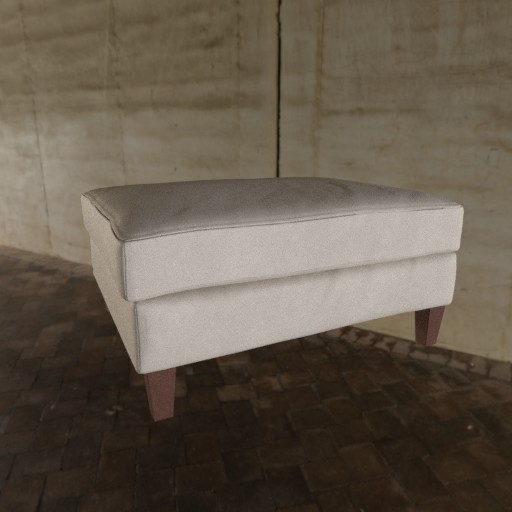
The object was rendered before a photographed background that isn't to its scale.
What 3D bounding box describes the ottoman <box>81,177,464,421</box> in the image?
[{"bbox_3d":[0.000,0.000,1.477,1.002,0.492,0.836,-7,17,-25],"label":"ottoman"}]
